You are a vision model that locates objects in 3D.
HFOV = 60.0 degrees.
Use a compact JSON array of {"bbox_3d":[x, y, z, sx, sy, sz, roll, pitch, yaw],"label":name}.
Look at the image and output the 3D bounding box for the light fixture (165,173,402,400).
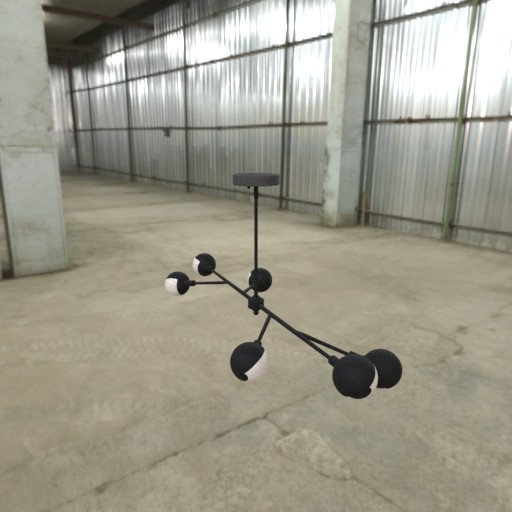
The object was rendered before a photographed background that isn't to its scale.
[{"bbox_3d":[0.000,0.000,0.998,0.434,0.362,0.778,-2,15,-9],"label":"light fixture"}]
